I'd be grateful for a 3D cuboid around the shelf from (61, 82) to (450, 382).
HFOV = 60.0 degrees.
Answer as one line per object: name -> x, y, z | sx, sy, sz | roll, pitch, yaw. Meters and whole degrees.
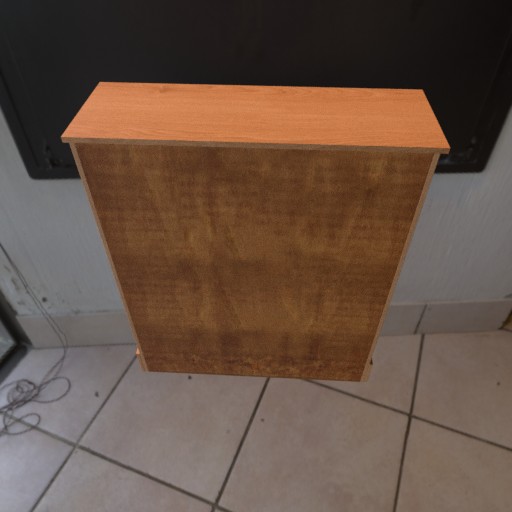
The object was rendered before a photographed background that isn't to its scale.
shelf -> 0.000, 0.000, 1.403 | 0.840, 0.980, 0.291 | 2, 45, 2
